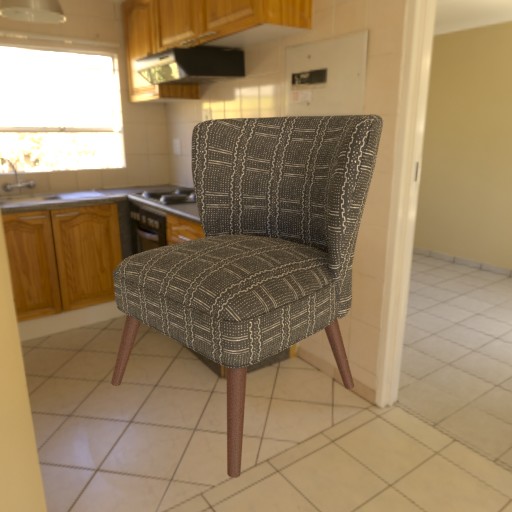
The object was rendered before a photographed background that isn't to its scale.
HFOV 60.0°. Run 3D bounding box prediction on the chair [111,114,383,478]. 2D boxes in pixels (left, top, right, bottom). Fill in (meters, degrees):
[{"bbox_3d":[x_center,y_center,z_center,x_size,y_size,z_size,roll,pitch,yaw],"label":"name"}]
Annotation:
[{"bbox_3d":[0.000,0.000,1.410,0.710,0.866,0.758,15,22,42],"label":"chair"}]
